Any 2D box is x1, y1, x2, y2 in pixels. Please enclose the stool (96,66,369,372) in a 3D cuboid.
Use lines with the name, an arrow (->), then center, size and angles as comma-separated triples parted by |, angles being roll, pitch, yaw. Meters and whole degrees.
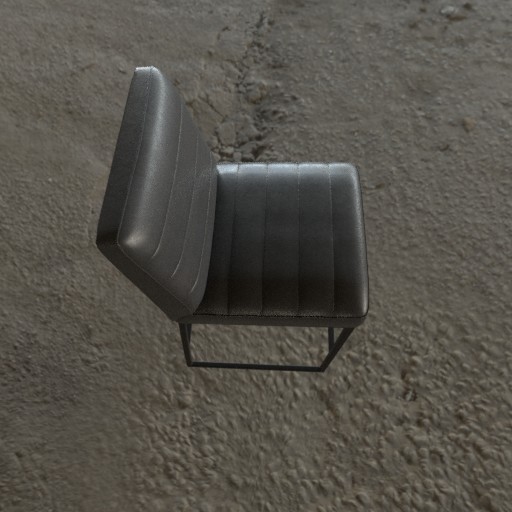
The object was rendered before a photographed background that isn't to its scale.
stool -> 0.000, 0.000, 1.260 | 0.552, 0.938, 0.457 | 2, 63, 1
